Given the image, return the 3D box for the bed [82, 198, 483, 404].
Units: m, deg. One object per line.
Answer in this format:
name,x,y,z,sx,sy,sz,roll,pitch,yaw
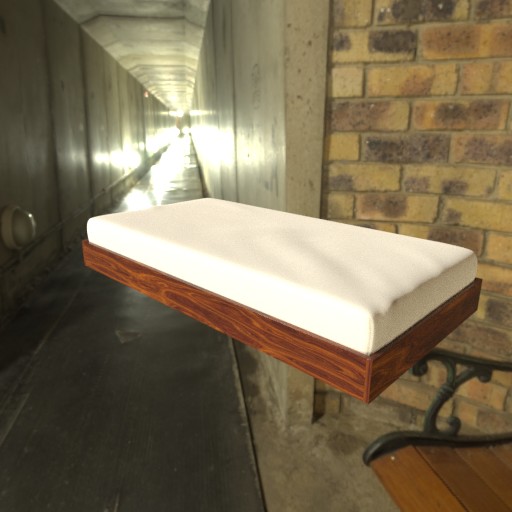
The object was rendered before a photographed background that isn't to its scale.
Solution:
bed,0.000,0.000,2.238,1.860,0.312,0.940,17,24,41
